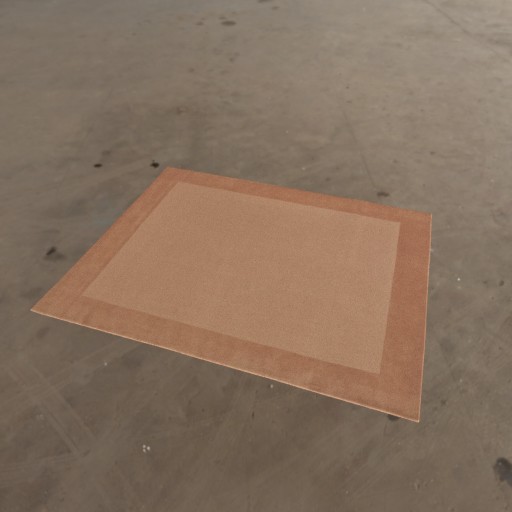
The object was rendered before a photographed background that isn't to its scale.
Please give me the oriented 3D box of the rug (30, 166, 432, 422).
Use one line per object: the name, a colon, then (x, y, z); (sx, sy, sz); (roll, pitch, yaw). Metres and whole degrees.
rug: (0.000, 0.000, 4.105); (3.057, 0.021, 2.431); (12, 43, 14)
